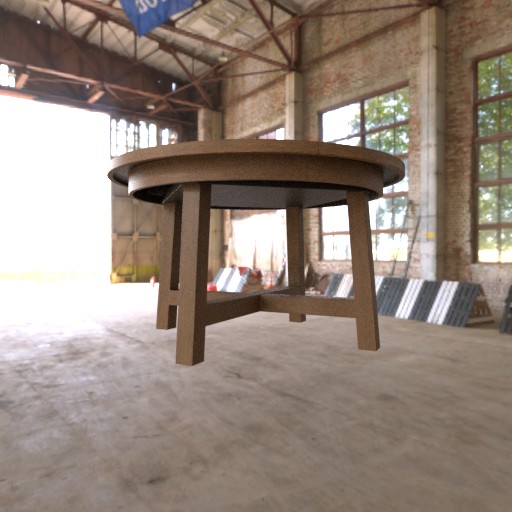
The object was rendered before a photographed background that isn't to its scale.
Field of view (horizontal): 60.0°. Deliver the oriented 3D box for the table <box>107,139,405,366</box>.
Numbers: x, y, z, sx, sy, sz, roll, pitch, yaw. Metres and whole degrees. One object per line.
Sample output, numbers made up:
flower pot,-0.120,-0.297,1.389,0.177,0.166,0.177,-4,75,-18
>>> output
table,0.000,0.000,2.073,1.319,0.762,1.319,0,1,0
